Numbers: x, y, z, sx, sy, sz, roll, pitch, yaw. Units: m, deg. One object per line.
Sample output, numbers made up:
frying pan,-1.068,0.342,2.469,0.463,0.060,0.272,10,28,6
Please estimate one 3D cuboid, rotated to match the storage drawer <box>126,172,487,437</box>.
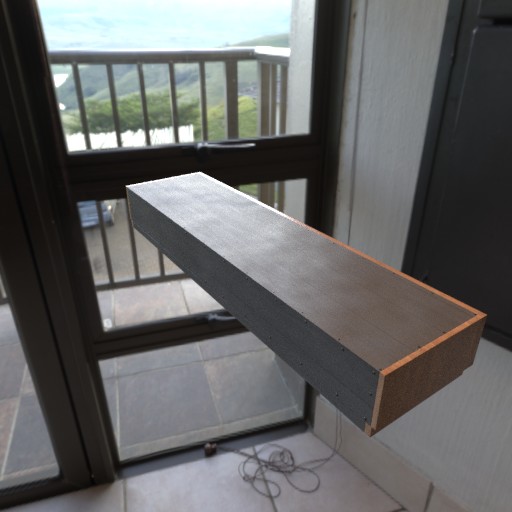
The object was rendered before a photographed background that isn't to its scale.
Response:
storage drawer,0.000,0.000,2.181,0.538,0.264,2.032,-18,32,-31
